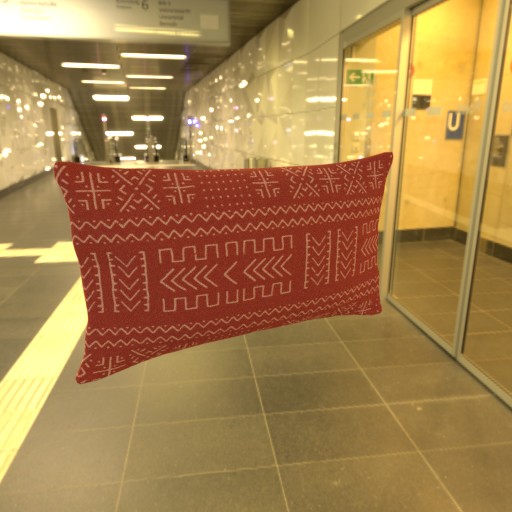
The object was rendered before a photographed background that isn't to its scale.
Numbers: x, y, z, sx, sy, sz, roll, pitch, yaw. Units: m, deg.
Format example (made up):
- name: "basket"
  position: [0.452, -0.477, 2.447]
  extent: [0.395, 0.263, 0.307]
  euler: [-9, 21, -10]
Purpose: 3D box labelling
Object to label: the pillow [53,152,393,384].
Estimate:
- name: "pillow"
  position: [0.000, 0.000, 0.798]
  extent: [0.640, 0.352, 0.130]
  euler: [-8, 18, -26]
